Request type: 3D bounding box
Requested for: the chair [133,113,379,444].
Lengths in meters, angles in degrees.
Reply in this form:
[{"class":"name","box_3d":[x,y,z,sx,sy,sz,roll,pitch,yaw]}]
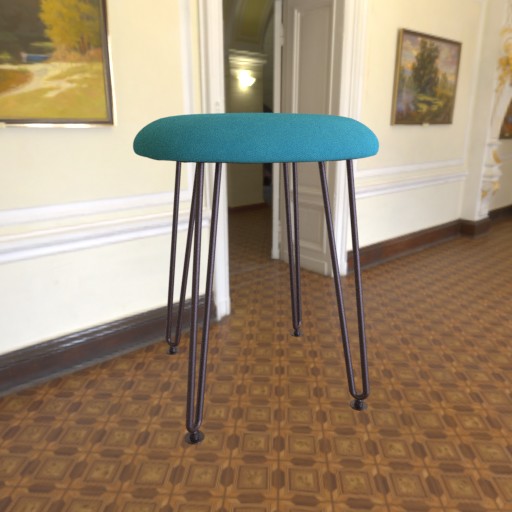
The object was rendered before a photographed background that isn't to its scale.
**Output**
[{"class":"chair","box_3d":[0.000,0.000,0.701,0.350,0.430,0.350,-9,19,-27]}]
